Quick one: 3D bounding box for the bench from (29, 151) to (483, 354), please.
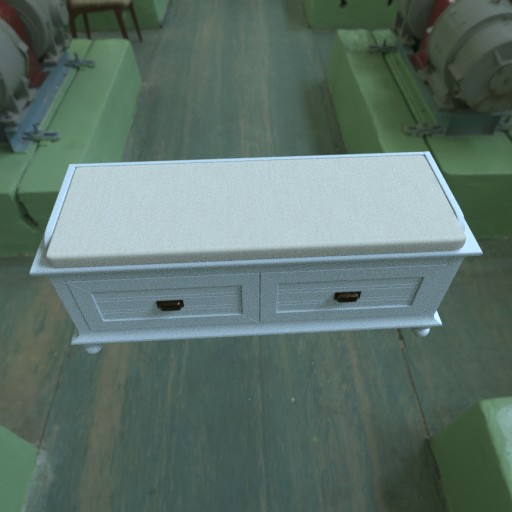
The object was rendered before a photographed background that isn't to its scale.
[{"bbox_3d":[0.000,0.000,1.433,1.185,0.486,0.402,-3,48,-2],"label":"bench"}]
